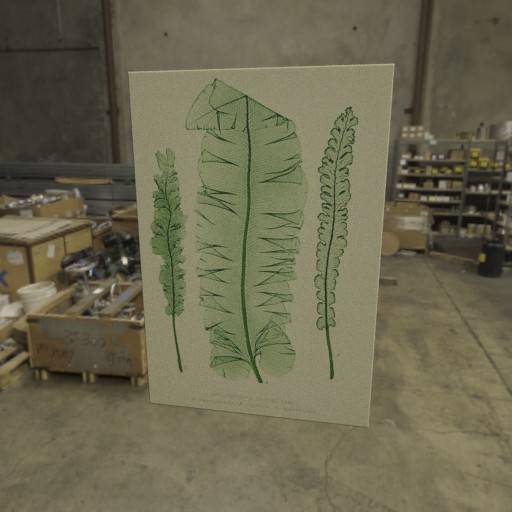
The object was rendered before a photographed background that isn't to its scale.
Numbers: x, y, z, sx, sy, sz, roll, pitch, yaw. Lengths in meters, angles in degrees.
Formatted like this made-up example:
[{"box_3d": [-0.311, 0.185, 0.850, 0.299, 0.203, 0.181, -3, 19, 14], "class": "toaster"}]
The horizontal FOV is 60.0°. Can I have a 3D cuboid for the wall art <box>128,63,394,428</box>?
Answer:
[{"box_3d": [0.000, 0.000, 0.777, 0.418, 0.608, 0.038, 3, 15, 10], "class": "wall art"}]
